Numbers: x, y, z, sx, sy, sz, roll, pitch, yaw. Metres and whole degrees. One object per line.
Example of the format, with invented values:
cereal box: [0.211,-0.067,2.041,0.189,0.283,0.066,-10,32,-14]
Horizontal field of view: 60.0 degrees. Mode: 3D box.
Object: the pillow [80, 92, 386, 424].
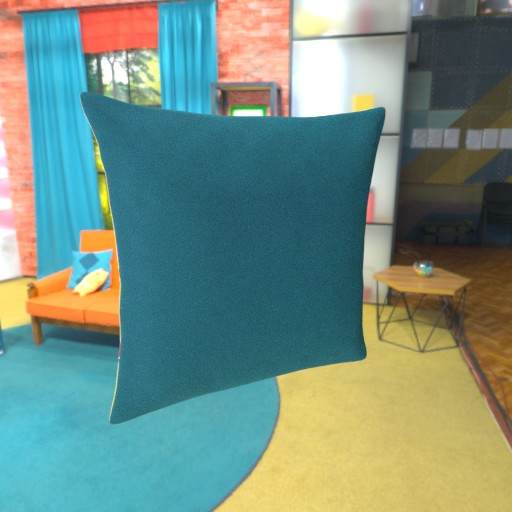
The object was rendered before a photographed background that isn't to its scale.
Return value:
pillow: [0.000,0.000,0.764,0.525,0.508,0.166,-7,16,-26]
